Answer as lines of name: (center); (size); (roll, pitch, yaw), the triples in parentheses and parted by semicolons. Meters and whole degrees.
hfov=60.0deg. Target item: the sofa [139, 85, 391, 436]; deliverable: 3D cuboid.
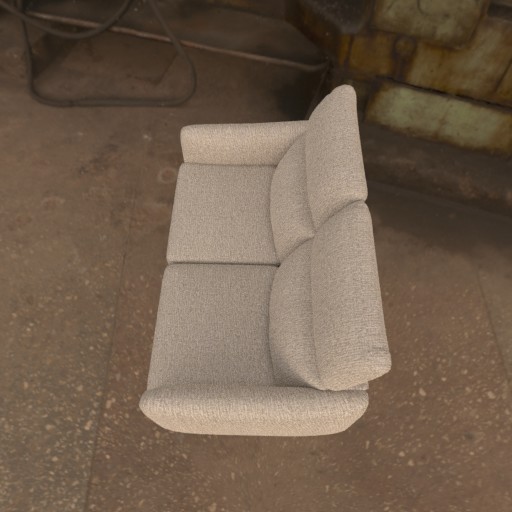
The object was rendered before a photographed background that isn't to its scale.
sofa: (0.000, 0.000, 2.104); (0.905, 0.950, 1.540); (1, 60, 1)
